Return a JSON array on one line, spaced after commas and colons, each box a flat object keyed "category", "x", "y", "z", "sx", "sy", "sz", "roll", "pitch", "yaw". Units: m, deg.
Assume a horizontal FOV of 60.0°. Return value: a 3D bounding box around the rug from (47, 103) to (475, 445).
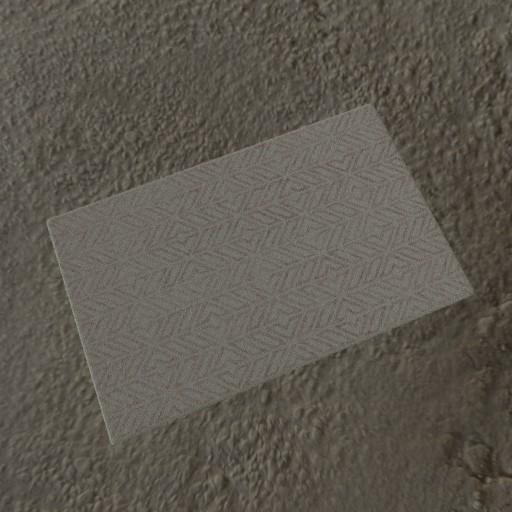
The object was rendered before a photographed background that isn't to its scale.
[{"category": "rug", "x": 0.000, "y": 0.000, "z": 2.919, "sx": 2.438, "sy": 0.008, "sz": 1.523, "roll": -21, "pitch": 76, "yaw": -6}]
